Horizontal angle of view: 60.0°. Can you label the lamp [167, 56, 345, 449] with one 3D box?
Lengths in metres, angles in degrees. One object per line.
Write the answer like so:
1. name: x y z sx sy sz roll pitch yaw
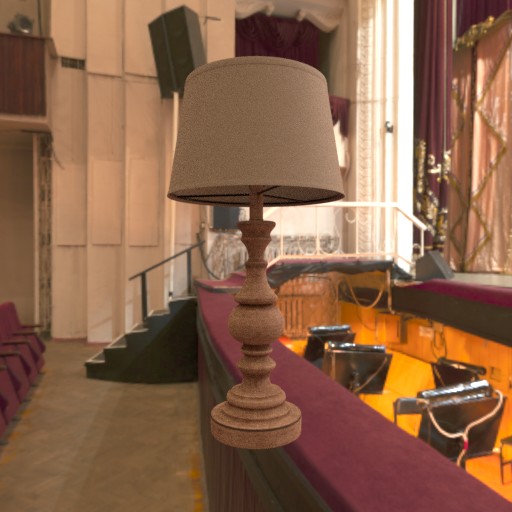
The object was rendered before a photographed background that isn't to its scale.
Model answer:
1. lamp: 0.000 0.000 0.863 0.340 0.678 0.340 0 0 0
